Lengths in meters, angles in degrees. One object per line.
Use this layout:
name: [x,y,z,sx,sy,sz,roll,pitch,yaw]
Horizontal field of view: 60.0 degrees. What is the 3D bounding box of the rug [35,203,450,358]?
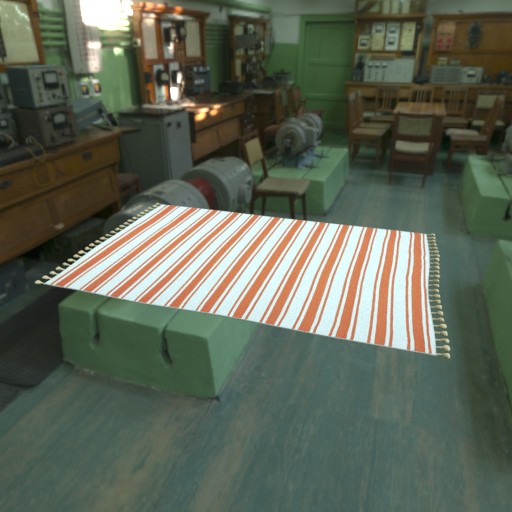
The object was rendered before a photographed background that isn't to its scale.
rug: [0.000,0.000,3.083,2.433,0.022,1.556,8,27,16]
